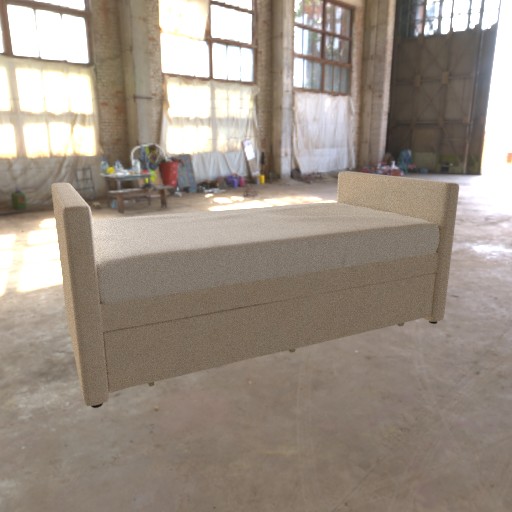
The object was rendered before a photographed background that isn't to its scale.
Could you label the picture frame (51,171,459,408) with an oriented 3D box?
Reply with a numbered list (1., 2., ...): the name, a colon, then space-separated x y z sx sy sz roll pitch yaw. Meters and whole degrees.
1. picture frame: 0.000 0.000 2.714 2.161 0.891 1.069 -7 17 -25
